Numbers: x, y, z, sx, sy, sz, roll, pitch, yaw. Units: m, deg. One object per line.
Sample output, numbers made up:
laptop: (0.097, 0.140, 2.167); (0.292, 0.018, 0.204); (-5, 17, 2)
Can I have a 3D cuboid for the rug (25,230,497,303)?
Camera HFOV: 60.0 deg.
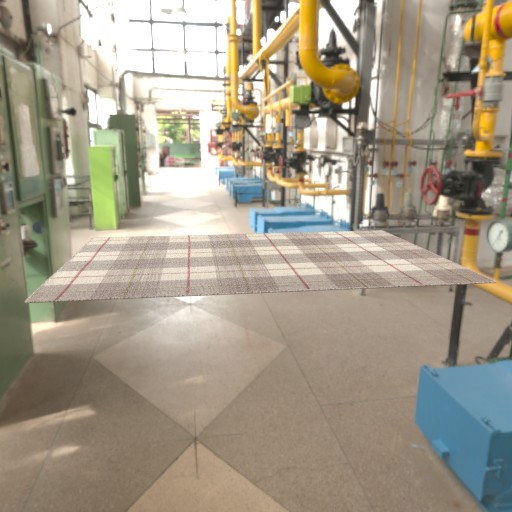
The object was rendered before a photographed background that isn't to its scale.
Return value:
rug: (0.000, 0.000, 3.014); (2.464, 0.010, 1.549); (-2, 14, -8)
